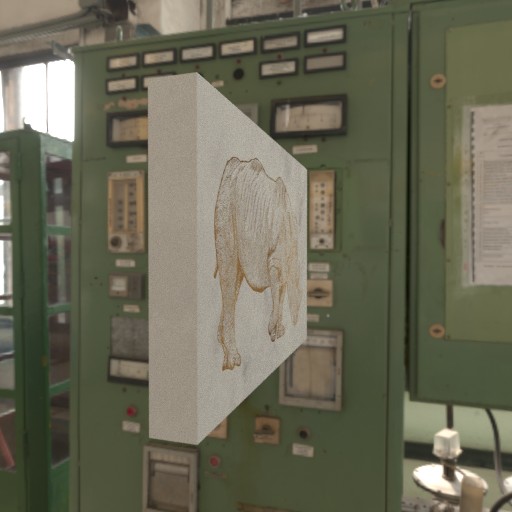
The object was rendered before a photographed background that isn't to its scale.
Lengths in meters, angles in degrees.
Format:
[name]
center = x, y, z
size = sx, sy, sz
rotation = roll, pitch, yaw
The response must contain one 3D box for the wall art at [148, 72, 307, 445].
[wall art]
center = 0.000, 0.000, 0.489
size = 0.038, 0.254, 0.381
rotation = 0, 1, 18
